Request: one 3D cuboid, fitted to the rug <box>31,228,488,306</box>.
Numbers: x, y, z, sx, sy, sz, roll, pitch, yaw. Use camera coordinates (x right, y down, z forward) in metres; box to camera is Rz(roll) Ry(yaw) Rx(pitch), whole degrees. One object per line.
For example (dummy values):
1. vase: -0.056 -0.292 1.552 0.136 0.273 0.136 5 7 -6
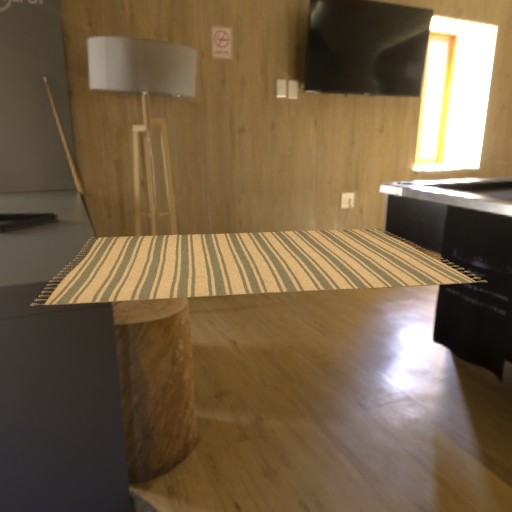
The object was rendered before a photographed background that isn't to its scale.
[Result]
1. rug: 0.000 0.000 2.548 2.084 0.009 1.222 -2 16 -8
